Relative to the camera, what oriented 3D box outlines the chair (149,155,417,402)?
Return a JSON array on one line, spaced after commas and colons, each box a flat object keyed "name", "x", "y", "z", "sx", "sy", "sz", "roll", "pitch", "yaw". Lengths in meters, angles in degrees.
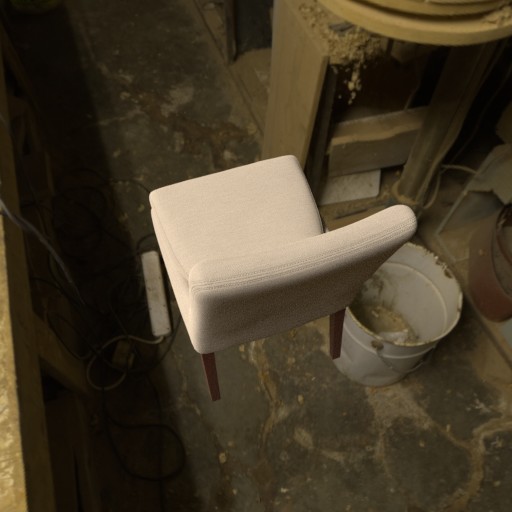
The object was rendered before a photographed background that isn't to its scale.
[{"name": "chair", "x": 0.000, "y": 0.000, "z": 1.276, "sx": 0.515, "sy": 0.940, "sz": 0.638, "roll": -17, "pitch": 60, "yaw": -10}]
